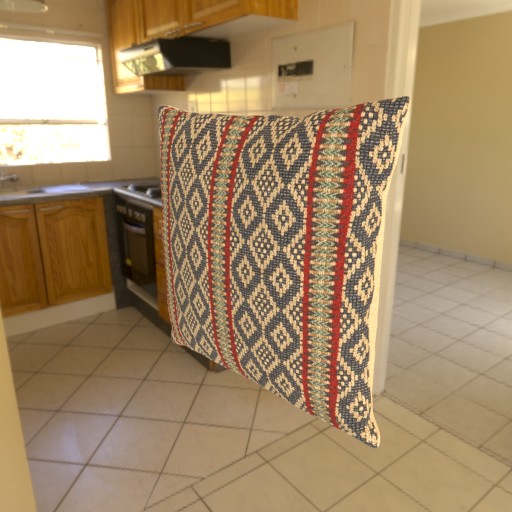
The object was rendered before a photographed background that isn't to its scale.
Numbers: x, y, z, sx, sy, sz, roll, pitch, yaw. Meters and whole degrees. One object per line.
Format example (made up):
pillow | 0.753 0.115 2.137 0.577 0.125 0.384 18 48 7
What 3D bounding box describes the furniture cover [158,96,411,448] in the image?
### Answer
furniture cover | 0.000 0.000 0.651 0.431 0.431 0.139 15 22 41
